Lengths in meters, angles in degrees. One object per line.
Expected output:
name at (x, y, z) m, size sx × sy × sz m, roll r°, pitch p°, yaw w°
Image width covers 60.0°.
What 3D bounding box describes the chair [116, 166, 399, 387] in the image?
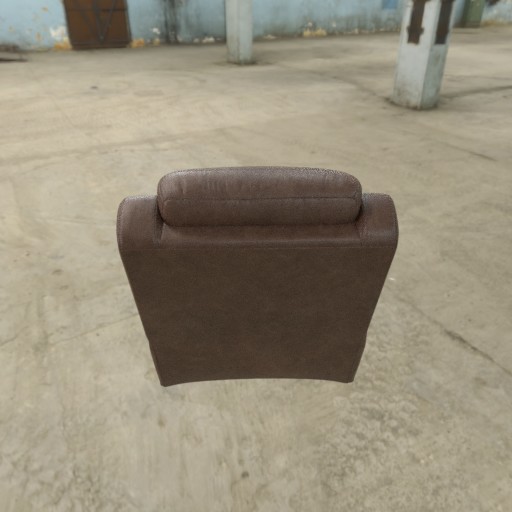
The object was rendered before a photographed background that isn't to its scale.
chair at (0.000, 0.000, 1.807) m, size 0.940 × 0.990 × 1.067 m, roll -1°, pitch 30°, yaw -1°
